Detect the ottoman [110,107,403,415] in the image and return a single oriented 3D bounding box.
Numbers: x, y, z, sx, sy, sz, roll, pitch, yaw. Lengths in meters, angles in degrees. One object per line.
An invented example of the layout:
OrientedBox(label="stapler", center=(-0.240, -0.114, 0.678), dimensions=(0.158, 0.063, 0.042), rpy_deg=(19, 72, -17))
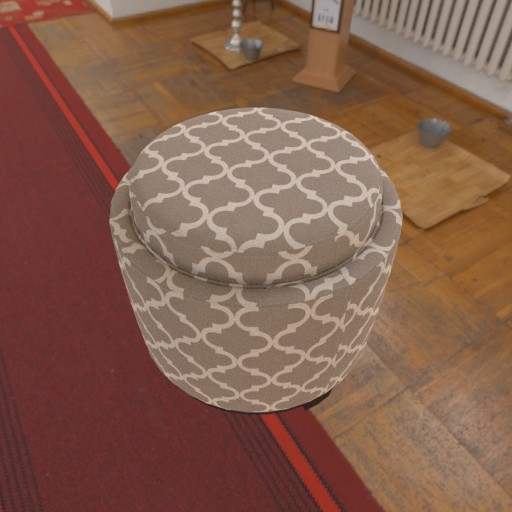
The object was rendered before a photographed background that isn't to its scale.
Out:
OrientedBox(label="ottoman", center=(0.000, 0.000, 0.832), dimensions=(0.480, 0.429, 0.480), rpy_deg=(0, 45, 0))
